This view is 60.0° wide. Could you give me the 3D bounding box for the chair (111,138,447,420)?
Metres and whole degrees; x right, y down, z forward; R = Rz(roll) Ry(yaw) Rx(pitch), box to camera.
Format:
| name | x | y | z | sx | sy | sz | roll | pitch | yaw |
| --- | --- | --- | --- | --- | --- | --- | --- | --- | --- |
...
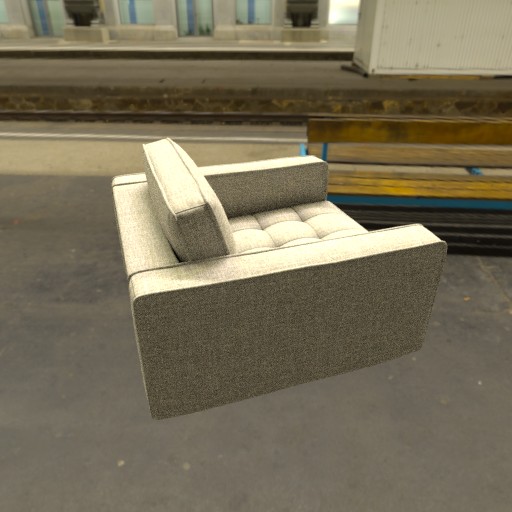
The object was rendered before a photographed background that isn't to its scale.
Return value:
| name | x | y | z | sx | sy | sz | roll | pitch | yaw |
| --- | --- | --- | --- | --- | --- | --- | --- | --- | --- |
| chair | 0.000 | 0.000 | 1.603 | 0.914 | 0.765 | 0.889 | -10 | 31 | -16 |
